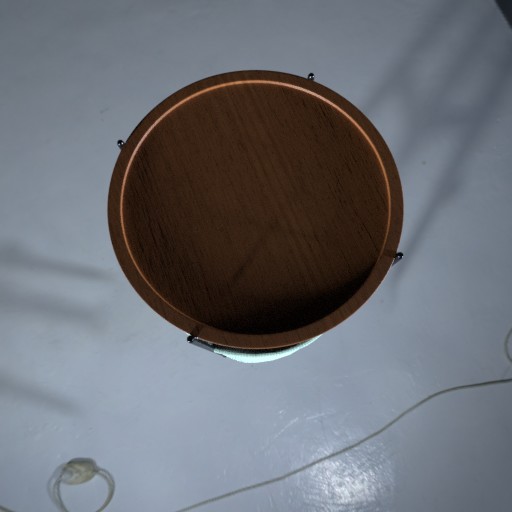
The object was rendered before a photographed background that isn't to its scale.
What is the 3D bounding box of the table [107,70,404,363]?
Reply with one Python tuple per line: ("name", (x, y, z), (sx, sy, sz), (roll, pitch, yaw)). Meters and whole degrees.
("table", (0.000, 0.000, 0.875), (0.400, 0.623, 0.400), (-21, 77, -5))
